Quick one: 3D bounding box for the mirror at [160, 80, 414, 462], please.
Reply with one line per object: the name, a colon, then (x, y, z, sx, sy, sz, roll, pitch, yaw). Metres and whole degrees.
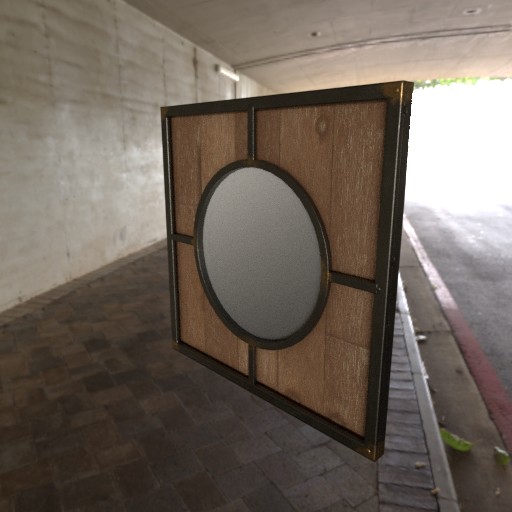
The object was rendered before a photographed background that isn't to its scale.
mirror: (0.000, 0.000, 0.563, 0.020, 0.381, 0.382, -13, 19, -42)
